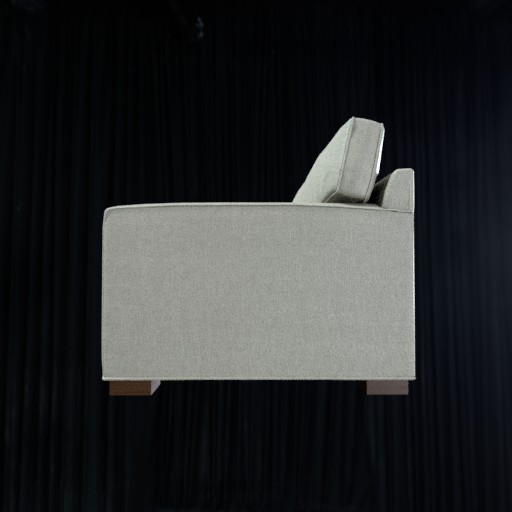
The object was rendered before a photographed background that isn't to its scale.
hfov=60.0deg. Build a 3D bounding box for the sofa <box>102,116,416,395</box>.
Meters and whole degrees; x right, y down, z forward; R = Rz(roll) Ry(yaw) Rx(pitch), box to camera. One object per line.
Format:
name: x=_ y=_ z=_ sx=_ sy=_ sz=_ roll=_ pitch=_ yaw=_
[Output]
sofa: x=0.000 y=0.000 z=2.047 sx=0.940 sy=0.853 sz=1.484 roll=0 pitch=-1 yaw=0
